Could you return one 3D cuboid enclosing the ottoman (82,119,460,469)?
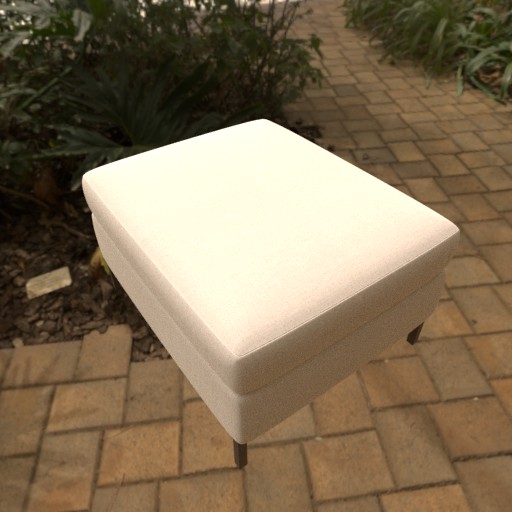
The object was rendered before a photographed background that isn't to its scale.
[{"bbox_3d":[0.000,0.000,1.225,0.657,0.453,0.794,-25,46,-27],"label":"ottoman"}]
